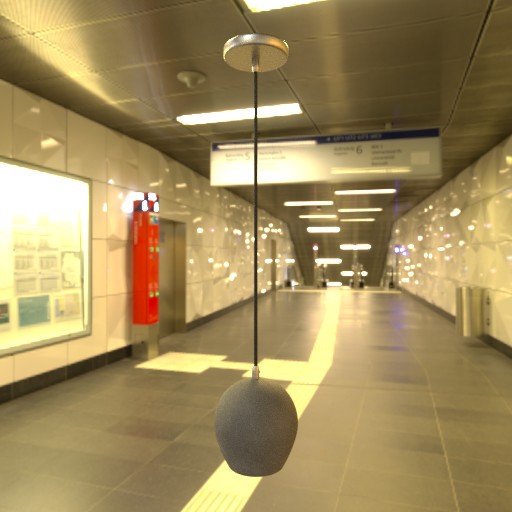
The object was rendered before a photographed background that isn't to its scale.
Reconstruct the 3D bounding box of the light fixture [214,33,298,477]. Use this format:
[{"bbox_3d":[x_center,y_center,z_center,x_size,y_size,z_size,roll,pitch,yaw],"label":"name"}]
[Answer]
[{"bbox_3d":[0.000,0.000,0.812,0.153,0.760,0.153,0,0,-2],"label":"light fixture"}]
